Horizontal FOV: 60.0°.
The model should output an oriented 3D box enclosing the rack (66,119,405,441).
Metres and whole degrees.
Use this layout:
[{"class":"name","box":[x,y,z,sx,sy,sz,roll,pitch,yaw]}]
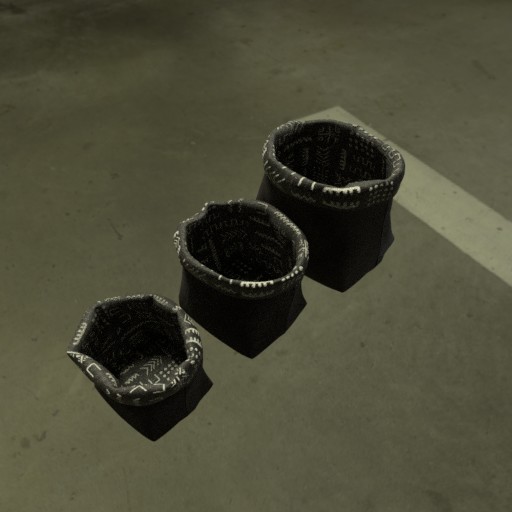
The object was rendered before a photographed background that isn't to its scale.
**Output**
[{"class":"rack","box":[0.000,0.000,1.060,0.379,0.323,0.905,32,54,27]}]
